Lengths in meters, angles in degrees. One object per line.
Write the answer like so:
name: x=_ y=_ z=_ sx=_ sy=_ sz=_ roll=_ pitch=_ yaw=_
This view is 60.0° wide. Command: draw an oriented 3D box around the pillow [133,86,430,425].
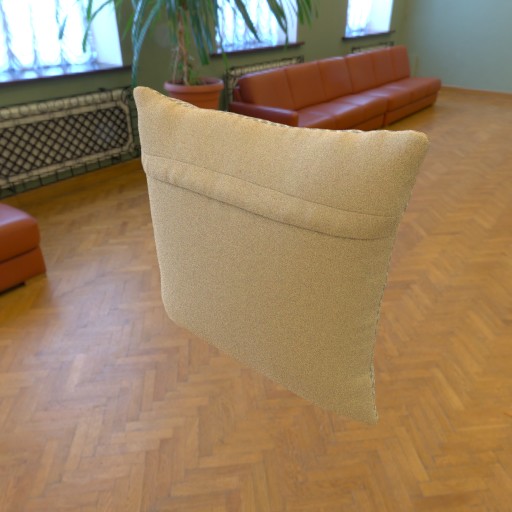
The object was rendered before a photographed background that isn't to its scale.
pillow: x=0.000 y=0.000 z=0.687 sx=0.459 sy=0.458 sz=0.181 roll=21 pitch=36 yaw=32
